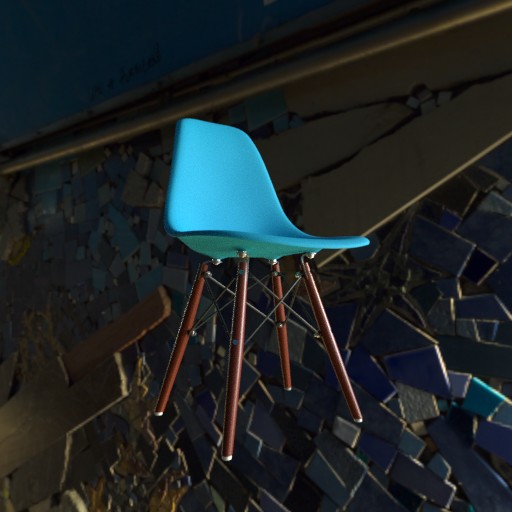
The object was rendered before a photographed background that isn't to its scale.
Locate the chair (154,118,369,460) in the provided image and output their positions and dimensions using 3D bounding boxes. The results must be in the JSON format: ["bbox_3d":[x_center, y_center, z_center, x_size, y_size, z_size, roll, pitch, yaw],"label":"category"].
[{"bbox_3d":[0.000,0.000,1.152,0.470,0.826,0.533,0,-1,-34],"label":"chair"}]
